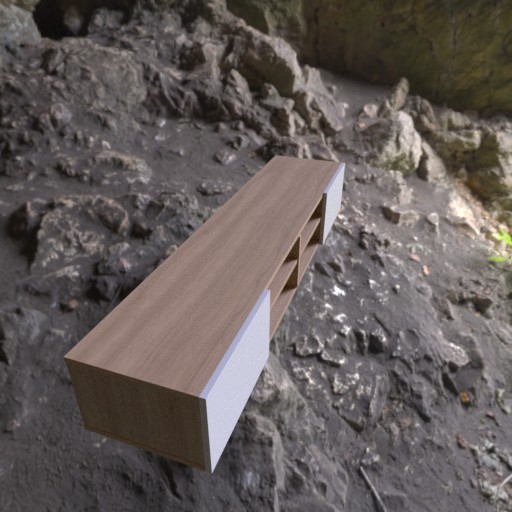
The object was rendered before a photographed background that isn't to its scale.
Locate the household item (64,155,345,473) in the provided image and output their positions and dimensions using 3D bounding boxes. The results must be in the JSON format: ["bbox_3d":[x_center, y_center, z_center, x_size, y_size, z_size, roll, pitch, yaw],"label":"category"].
[{"bbox_3d":[0.000,0.000,1.949,0.420,0.310,1.850,10,32,17],"label":"household item"}]
